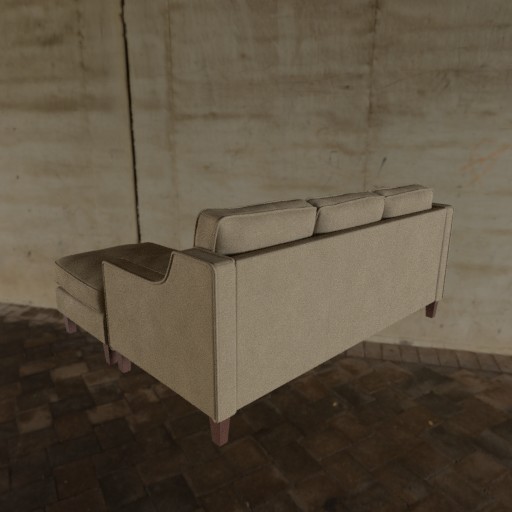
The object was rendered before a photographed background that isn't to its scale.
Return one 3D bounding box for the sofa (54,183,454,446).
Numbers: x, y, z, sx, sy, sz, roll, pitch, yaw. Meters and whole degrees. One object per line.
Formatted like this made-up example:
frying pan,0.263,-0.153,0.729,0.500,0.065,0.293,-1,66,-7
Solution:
sofa,0.000,0.000,3.253,2.317,1.066,1.858,-14,21,-42
